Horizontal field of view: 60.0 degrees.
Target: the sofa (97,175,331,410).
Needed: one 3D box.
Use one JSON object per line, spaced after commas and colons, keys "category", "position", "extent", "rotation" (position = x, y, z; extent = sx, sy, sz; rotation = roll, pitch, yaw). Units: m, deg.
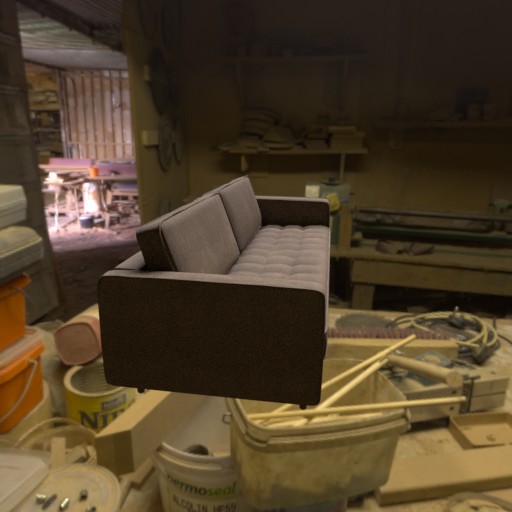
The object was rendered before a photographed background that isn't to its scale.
{"category": "sofa", "position": [0.000, 0.000, 2.781], "extent": [0.923, 0.813, 2.295], "rotation": [3, 16, 9]}
